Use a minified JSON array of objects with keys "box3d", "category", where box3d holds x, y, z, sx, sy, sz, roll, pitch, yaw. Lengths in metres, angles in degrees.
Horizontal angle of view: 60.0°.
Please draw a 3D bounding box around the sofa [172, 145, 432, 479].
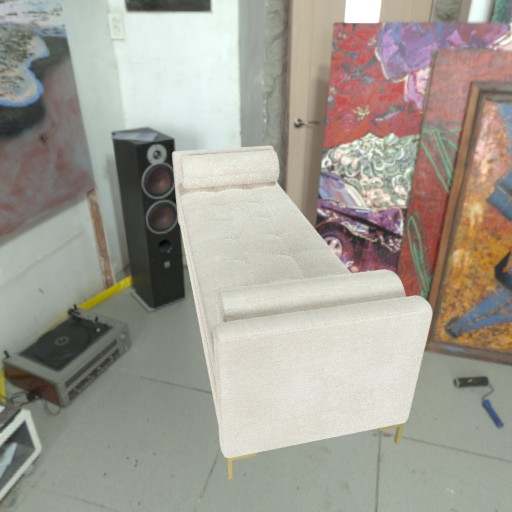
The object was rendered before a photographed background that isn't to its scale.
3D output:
[{"box3d":[0.000,0.000,2.288,0.686,0.635,1.981,-6,29,-11],"category":"sofa"}]
